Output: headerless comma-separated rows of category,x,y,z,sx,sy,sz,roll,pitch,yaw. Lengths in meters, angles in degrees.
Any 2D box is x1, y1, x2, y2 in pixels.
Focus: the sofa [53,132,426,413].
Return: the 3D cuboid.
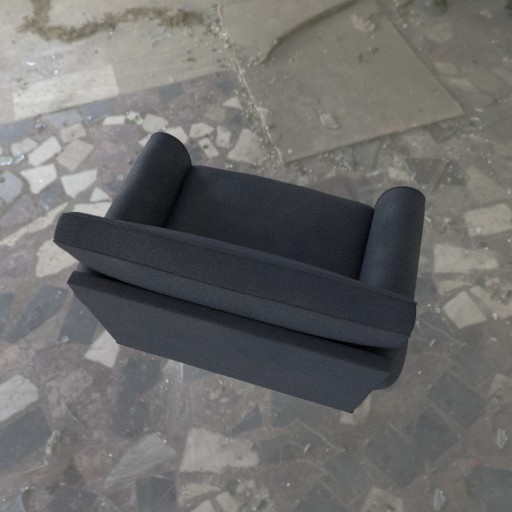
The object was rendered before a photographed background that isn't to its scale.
sofa,0.000,0.000,2.055,1.405,1.004,0.938,14,61,8
